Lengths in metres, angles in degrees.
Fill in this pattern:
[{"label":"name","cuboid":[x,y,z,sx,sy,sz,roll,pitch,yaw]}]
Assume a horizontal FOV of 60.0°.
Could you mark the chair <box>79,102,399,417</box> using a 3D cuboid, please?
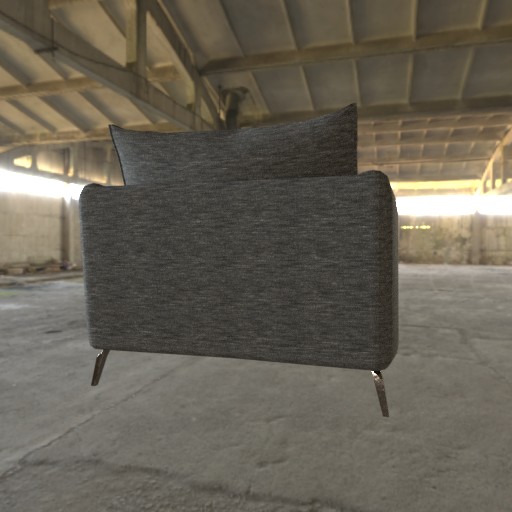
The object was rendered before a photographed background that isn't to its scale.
[{"label":"chair","cuboid":[0.000,0.000,1.645,1.004,0.842,0.805,0,1,17]}]
